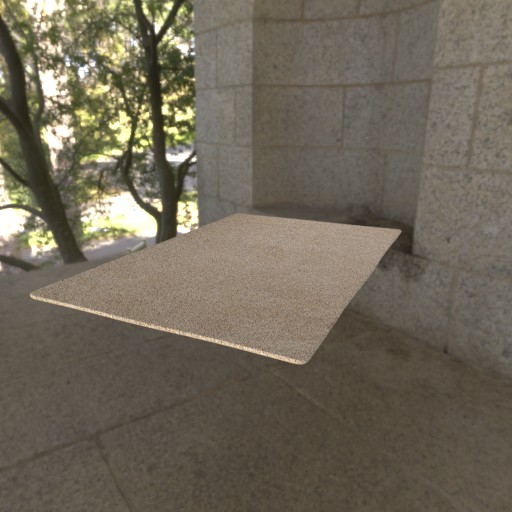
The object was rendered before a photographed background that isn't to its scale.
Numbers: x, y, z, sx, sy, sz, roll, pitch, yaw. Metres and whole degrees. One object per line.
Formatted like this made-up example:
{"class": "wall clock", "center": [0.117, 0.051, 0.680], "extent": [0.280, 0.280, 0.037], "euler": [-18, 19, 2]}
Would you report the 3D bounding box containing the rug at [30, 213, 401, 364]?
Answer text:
{"class": "rug", "center": [0.000, 0.000, 3.476], "extent": [1.801, 0.024, 2.700], "euler": [8, 19, 25]}
